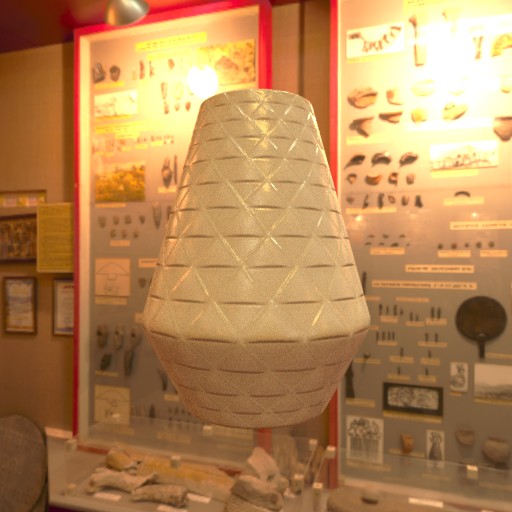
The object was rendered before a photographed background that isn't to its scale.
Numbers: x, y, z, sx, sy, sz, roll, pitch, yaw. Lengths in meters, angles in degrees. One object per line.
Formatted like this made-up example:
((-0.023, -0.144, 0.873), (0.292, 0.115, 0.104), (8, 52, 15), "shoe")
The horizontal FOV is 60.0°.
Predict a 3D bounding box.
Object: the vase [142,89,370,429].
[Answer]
((0.000, 0.000, 0.348), (0.175, 0.230, 0.175), (0, 1, 0), "vase")
